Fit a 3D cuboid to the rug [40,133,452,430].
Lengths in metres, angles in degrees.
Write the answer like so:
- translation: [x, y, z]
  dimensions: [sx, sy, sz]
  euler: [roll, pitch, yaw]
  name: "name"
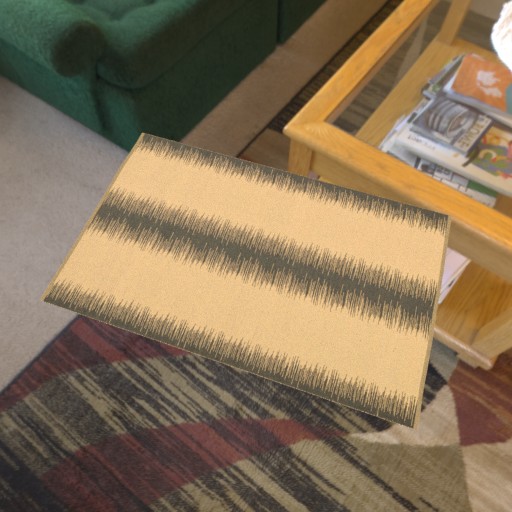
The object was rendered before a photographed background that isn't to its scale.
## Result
- translation: [0.000, 0.000, 3.021]
  dimensions: [2.453, 0.003, 1.519]
  euler: [17, 63, 9]
  name: "rug"
